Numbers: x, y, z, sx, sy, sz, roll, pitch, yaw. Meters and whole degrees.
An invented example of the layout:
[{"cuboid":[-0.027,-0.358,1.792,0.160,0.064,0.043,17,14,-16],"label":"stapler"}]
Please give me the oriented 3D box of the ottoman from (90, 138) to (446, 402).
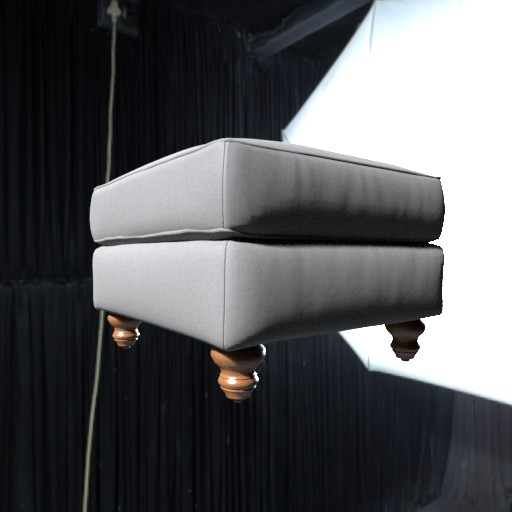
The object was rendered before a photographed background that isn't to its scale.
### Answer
[{"cuboid":[0.000,0.000,1.145,0.662,0.505,0.721,0,0,-37],"label":"ottoman"}]
